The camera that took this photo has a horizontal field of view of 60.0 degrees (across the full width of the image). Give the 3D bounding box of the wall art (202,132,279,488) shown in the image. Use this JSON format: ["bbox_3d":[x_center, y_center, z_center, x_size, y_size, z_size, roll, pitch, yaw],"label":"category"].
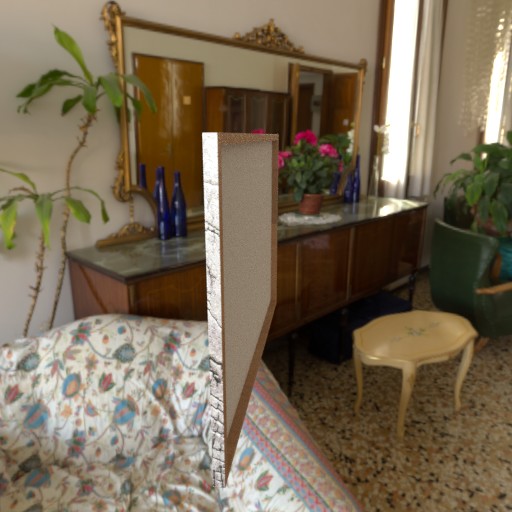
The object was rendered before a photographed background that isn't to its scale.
[{"bbox_3d":[0.000,0.000,1.144,0.023,0.607,0.914,2,15,8],"label":"wall art"}]
